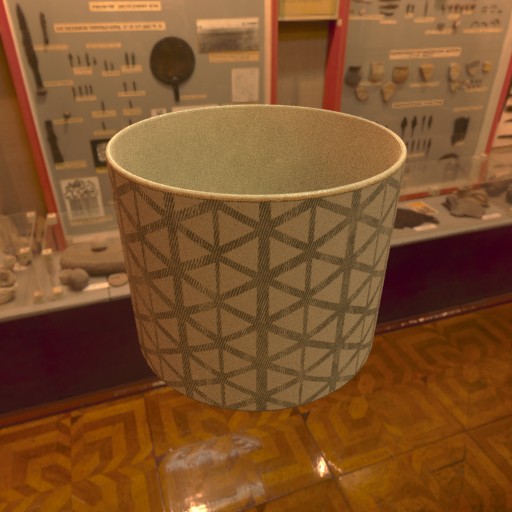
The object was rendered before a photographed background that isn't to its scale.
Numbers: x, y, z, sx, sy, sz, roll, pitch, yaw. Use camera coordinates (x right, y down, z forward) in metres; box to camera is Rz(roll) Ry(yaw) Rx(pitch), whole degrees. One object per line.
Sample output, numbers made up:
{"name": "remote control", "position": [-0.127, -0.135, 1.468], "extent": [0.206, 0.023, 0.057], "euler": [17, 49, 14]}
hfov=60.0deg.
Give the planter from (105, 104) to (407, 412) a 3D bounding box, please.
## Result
{"name": "planter", "position": [0.000, 0.000, 0.337], "extent": [0.190, 0.181, 0.190], "euler": [0, 31, 0]}
